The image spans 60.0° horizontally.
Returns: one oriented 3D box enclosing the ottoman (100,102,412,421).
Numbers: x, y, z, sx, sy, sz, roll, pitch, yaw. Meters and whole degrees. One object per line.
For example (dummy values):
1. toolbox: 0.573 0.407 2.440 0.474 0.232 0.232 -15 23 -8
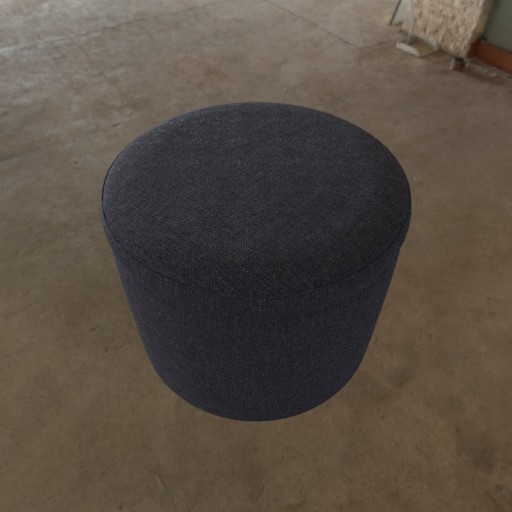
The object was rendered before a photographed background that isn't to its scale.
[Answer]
1. ottoman: 0.000 0.000 0.887 0.520 0.430 0.520 0 47 0
